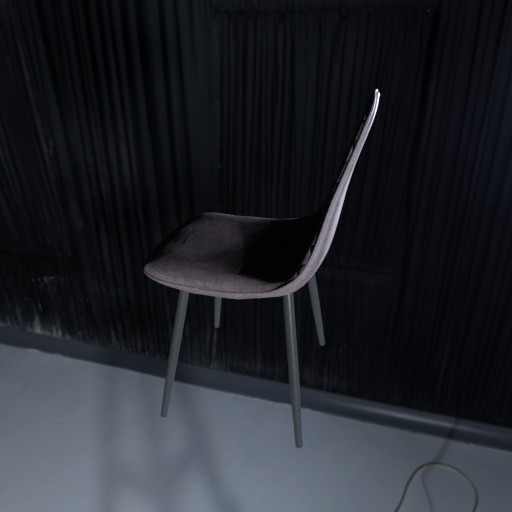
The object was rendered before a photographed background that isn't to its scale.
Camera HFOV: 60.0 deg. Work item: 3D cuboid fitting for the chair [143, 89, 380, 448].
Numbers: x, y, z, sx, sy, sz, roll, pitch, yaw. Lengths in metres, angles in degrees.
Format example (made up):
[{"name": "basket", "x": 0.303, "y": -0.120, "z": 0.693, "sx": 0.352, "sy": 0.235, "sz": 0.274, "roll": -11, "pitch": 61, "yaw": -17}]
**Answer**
[{"name": "chair", "x": 0.000, "y": 0.000, "z": 1.237, "sx": 0.561, "sy": 0.889, "sz": 0.472, "roll": 7, "pitch": 28, "yaw": 14}]
